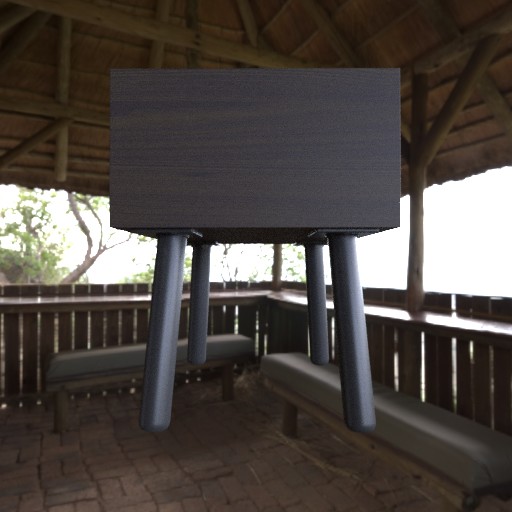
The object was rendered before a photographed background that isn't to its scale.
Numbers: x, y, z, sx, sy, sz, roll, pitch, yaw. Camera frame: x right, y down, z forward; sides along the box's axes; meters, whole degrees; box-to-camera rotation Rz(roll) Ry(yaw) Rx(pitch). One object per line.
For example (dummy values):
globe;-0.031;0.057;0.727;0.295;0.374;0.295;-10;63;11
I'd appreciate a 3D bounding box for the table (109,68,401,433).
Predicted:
table;0.000;0.000;0.786;0.370;0.470;0.450;0;-1;0
